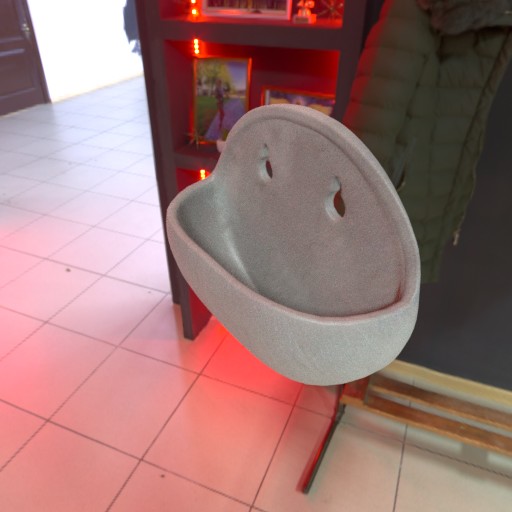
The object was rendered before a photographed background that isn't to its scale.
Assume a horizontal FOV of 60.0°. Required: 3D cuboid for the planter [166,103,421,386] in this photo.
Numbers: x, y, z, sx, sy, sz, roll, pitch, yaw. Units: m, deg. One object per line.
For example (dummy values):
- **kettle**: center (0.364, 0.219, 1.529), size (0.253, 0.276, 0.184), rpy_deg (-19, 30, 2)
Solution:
- **planter**: center (0.000, 0.000, 0.266), size (0.073, 0.164, 0.190), rpy_deg (-21, 38, -29)
